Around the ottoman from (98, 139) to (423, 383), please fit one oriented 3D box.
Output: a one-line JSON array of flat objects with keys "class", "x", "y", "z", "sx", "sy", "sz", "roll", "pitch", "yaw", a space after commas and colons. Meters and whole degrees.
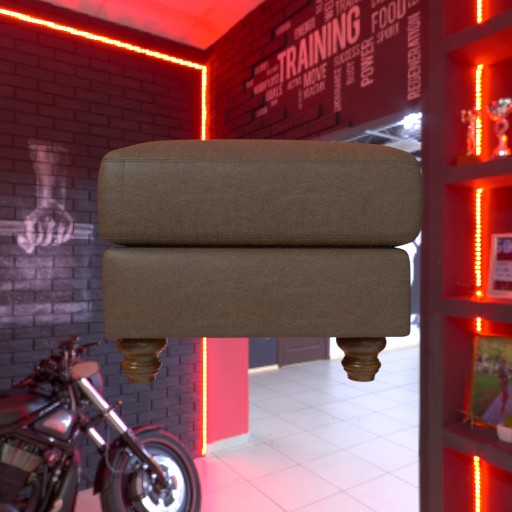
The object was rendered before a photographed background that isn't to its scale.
[{"class": "ottoman", "x": 0.000, "y": 0.000, "z": 1.192, "sx": 0.635, "sy": 0.508, "sz": 0.787, "roll": 0, "pitch": 0, "yaw": -1}]
